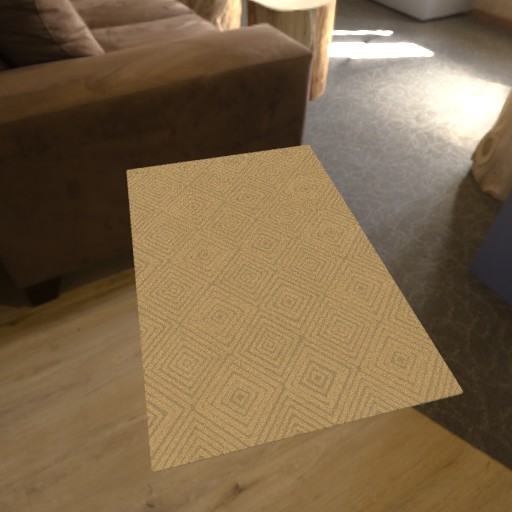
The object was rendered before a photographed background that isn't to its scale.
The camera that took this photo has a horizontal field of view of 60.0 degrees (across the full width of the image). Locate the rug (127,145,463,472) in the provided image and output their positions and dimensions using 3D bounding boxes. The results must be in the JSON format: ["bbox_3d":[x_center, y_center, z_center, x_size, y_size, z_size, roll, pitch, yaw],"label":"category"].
[{"bbox_3d":[0.000,0.000,2.139,1.143,0.008,1.753,-10,47,-10],"label":"rug"}]
